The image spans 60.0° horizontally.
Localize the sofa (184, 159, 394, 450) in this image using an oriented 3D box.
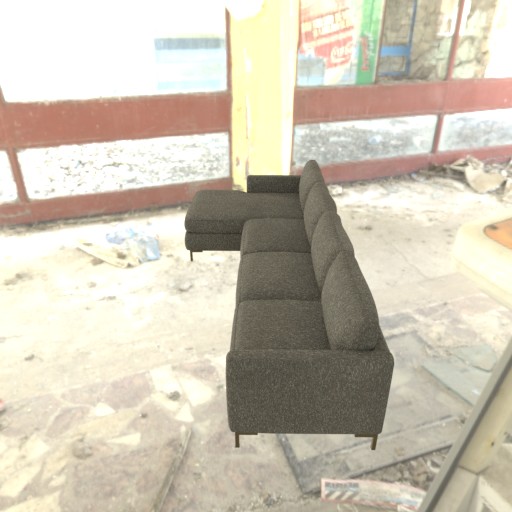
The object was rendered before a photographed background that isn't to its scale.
[{"bbox_3d":[0.000,0.000,3.426,1.350,0.810,2.932,0,27,1],"label":"sofa"}]
